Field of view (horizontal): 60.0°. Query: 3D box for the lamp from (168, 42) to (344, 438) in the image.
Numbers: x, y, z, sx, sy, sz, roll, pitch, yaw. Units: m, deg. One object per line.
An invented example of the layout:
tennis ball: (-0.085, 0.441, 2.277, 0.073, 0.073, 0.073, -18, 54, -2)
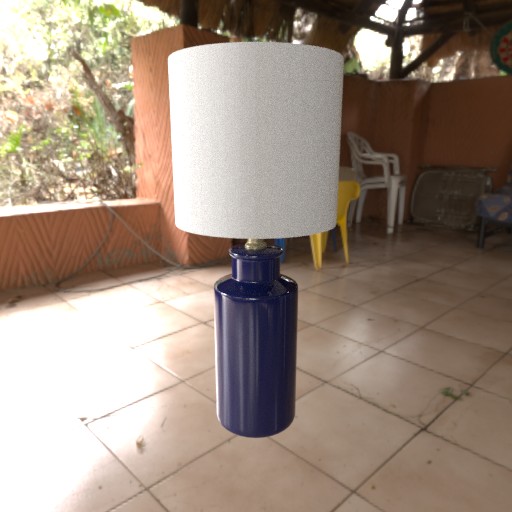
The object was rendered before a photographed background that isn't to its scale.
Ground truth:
lamp: (0.000, 0.000, 0.603, 0.212, 0.493, 0.212, -14, 20, -43)
